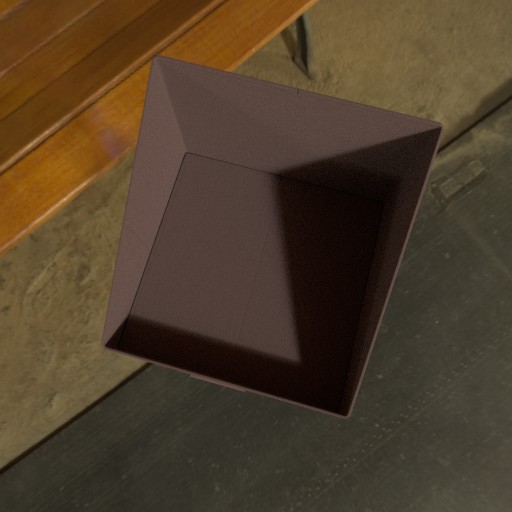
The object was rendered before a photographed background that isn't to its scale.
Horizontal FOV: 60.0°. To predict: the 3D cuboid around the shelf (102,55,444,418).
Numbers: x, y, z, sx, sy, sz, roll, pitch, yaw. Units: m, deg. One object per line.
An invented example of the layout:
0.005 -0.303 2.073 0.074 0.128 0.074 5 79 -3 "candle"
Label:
0.000 0.000 0.494 0.292 0.210 0.292 15 76 4 "shelf"
